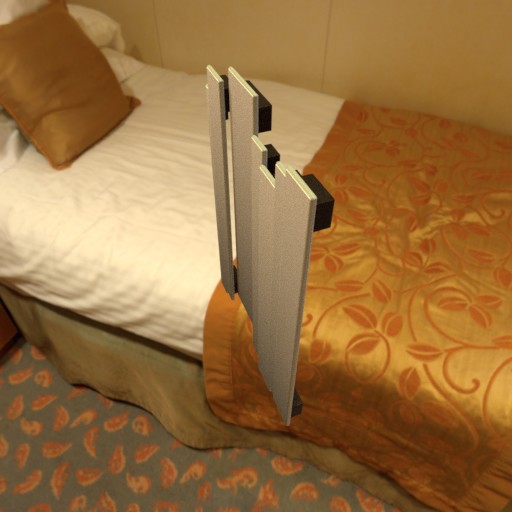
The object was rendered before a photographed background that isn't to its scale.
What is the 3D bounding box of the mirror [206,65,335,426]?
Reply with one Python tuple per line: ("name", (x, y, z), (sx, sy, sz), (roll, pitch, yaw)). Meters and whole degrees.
("mirror", (0.000, 0.000, 0.818), (0.058, 0.611, 0.445), (-16, 47, -15))
